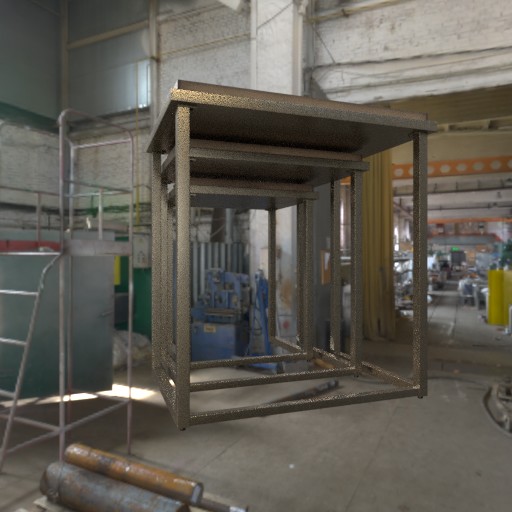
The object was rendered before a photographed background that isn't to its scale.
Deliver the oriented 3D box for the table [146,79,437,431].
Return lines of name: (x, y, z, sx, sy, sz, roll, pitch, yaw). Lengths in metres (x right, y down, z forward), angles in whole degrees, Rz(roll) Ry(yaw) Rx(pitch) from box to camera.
table: (0.000, 0.000, 1.174, 0.559, 0.610, 0.706, 0, 0, -20)
